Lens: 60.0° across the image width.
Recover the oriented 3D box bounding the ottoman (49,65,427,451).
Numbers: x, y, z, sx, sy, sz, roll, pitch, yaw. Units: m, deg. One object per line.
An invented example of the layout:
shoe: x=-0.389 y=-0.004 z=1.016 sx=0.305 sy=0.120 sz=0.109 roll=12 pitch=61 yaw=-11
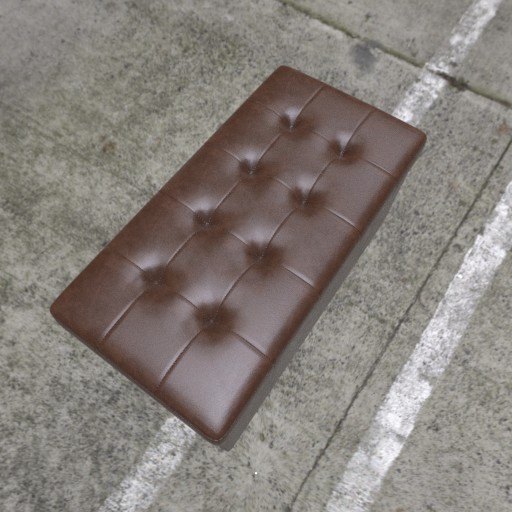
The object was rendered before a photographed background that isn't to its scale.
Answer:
ottoman: x=0.000 y=0.000 z=1.141 sx=0.432 sy=0.470 sz=0.838 roll=32 pitch=68 yaw=15
